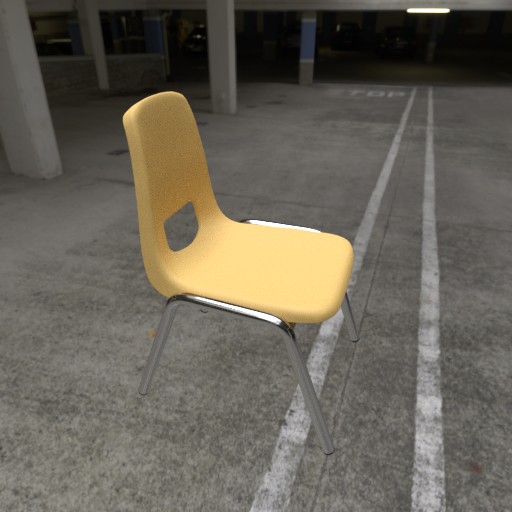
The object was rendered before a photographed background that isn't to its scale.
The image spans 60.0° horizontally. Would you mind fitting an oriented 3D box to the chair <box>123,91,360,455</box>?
[{"bbox_3d":[0.000,0.000,0.874,0.423,0.586,0.354,10,31,17],"label":"chair"}]
